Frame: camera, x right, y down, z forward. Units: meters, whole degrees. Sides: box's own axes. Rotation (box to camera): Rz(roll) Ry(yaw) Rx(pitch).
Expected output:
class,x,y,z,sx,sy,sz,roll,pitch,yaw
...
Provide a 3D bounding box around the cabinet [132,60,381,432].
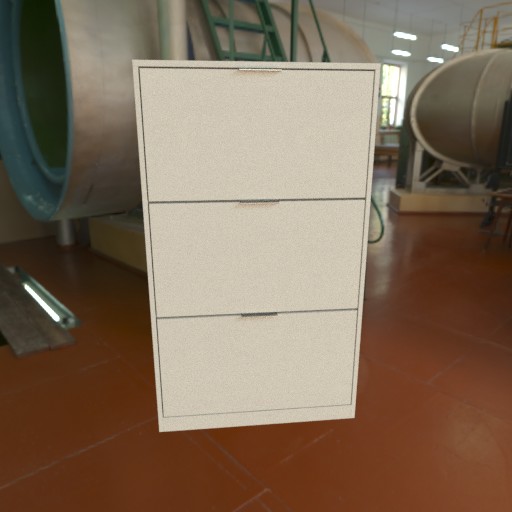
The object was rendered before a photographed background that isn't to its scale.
class,x,y,z,sx,sy,sz,roll,pitch,yaw
cabinet,0.000,0.000,1.615,0.750,1.280,0.250,-2,17,-6
